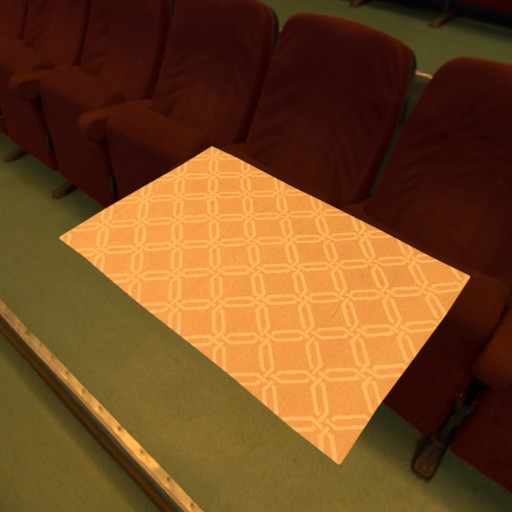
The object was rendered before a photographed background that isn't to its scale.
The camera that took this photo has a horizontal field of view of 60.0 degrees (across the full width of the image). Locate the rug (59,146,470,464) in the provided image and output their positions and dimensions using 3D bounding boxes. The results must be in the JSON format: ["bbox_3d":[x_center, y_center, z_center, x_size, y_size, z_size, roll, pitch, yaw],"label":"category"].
[{"bbox_3d":[0.000,0.000,2.213,1.745,0.010,1.146,32,54,27],"label":"rug"}]
